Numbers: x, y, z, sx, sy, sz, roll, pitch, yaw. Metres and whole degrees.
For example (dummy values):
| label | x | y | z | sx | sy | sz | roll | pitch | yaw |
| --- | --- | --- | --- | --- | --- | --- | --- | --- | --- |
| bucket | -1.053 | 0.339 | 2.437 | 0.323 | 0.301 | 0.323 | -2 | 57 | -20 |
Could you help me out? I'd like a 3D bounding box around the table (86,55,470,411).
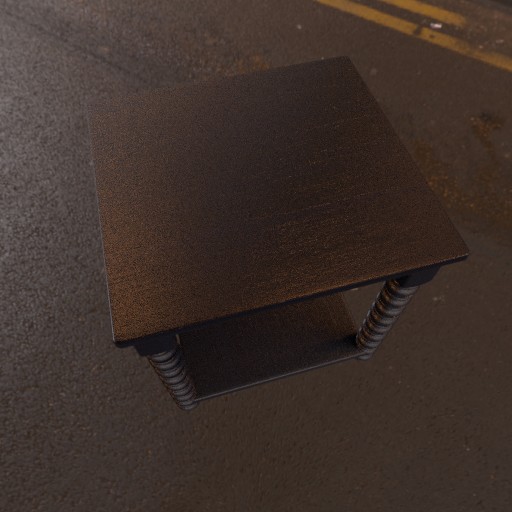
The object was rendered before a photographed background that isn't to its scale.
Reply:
| label | x | y | z | sx | sy | sz | roll | pitch | yaw |
| --- | --- | --- | --- | --- | --- | --- | --- | --- | --- |
| table | 0.000 | 0.000 | 0.988 | 0.533 | 0.567 | 0.500 | -13 | 60 | -8 |
